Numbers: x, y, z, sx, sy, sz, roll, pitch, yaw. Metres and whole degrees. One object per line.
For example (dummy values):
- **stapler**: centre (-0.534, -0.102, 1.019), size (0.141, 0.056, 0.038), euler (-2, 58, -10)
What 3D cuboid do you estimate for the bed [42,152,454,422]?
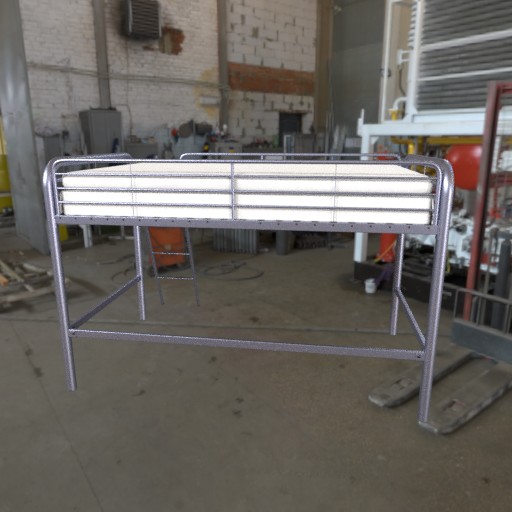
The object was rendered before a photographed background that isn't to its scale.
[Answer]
- **bed**: centre (0.000, 0.000, 2.876), size (1.965, 1.288, 1.415), euler (2, 15, 8)
